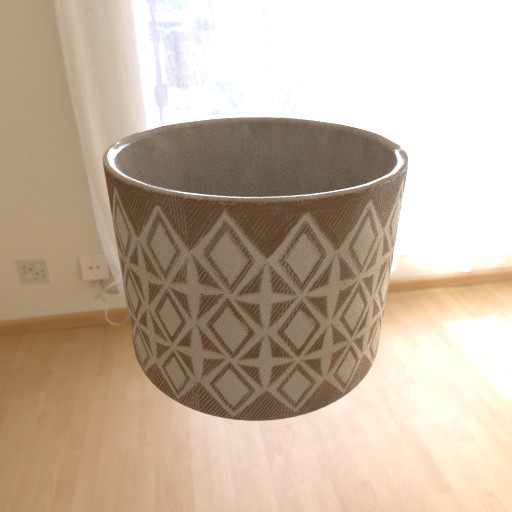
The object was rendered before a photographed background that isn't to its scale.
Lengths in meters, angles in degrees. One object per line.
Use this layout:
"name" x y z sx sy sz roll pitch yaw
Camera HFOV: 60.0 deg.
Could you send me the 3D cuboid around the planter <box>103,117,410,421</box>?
"planter" 0.000 0.000 0.330 0.193 0.165 0.193 0 29 0
